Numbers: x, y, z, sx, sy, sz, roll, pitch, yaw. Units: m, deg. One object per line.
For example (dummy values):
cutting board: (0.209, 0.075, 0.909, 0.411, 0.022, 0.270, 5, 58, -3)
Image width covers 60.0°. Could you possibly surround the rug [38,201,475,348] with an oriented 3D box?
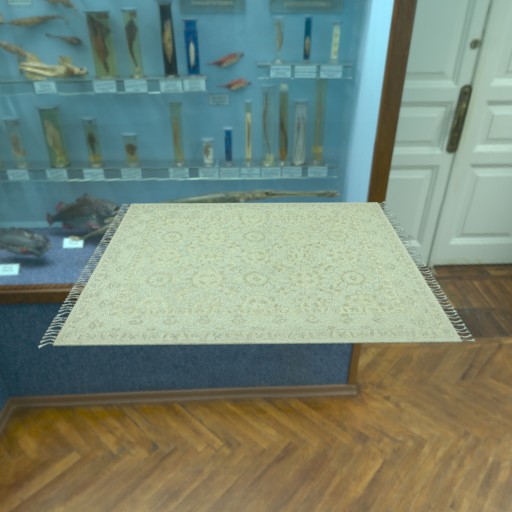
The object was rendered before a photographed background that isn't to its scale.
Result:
rug: (0.000, 0.000, 4.101, 3.043, 0.013, 2.444, 0, 31, -1)
